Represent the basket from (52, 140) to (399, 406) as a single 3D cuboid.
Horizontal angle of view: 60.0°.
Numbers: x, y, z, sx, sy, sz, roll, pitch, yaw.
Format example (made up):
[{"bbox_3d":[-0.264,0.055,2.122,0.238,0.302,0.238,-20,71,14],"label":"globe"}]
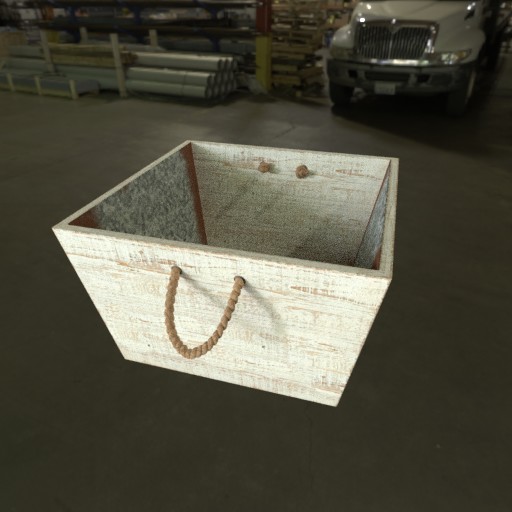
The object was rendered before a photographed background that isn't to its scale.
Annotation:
[{"bbox_3d":[0.000,0.000,0.738,0.413,0.247,0.545,9,31,14],"label":"basket"}]
